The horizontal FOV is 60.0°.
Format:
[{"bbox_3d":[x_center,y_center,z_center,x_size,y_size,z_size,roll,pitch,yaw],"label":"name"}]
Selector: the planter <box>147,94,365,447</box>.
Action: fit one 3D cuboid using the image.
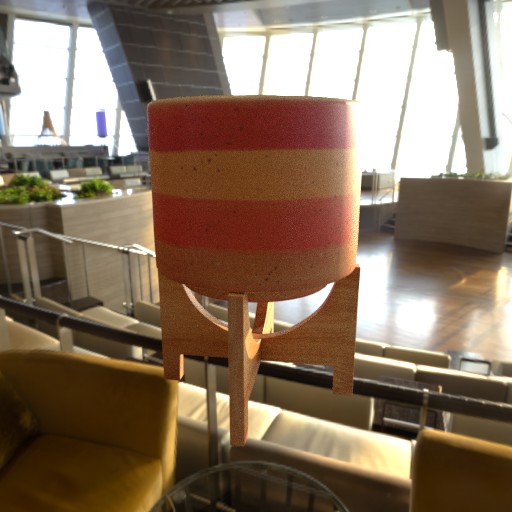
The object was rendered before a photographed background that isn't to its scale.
[{"bbox_3d":[0.000,0.000,0.583,0.269,0.379,0.269,0,15,0],"label":"planter"}]
